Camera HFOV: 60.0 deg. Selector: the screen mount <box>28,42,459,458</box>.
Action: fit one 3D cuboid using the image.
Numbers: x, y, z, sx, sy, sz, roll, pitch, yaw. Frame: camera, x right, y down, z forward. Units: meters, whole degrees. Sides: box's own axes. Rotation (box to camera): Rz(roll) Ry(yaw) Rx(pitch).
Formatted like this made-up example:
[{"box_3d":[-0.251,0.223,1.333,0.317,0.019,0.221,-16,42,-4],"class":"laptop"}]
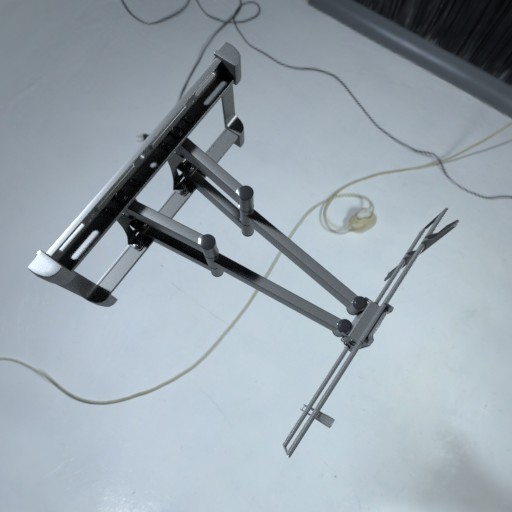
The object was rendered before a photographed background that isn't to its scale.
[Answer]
[{"box_3d":[0.000,0.000,1.089,0.644,0.491,0.661,34,77,9],"class":"screen mount"}]
